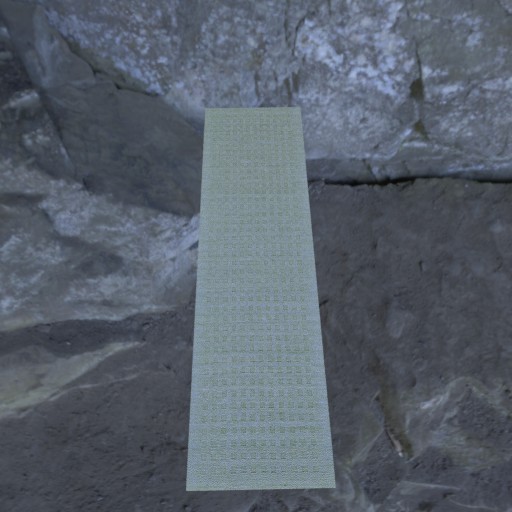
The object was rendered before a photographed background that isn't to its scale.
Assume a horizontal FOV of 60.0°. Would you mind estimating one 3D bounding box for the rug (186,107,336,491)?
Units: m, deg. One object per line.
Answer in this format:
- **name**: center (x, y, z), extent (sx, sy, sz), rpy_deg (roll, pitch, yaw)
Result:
- **rug**: center (0.000, 0.000, 2.617), extent (0.686, 0.006, 2.437), rpy_deg (-1, 61, -1)
